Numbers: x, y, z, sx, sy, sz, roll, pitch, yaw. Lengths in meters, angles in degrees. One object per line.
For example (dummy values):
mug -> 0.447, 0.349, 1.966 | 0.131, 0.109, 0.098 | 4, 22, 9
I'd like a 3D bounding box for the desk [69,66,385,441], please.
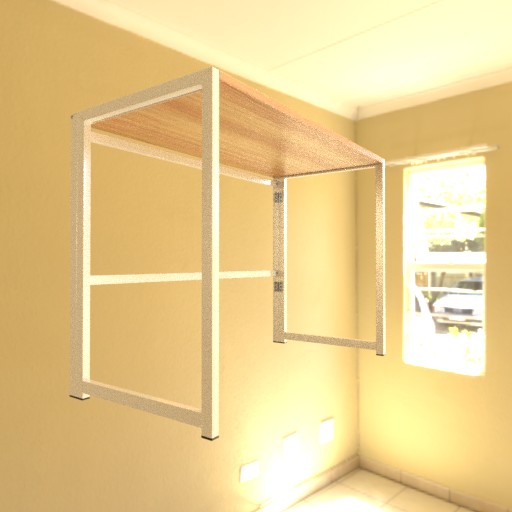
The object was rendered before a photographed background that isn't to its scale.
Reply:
desk -> 0.000, 0.000, 1.458 | 0.508, 0.762, 1.016 | -1, -1, 36
